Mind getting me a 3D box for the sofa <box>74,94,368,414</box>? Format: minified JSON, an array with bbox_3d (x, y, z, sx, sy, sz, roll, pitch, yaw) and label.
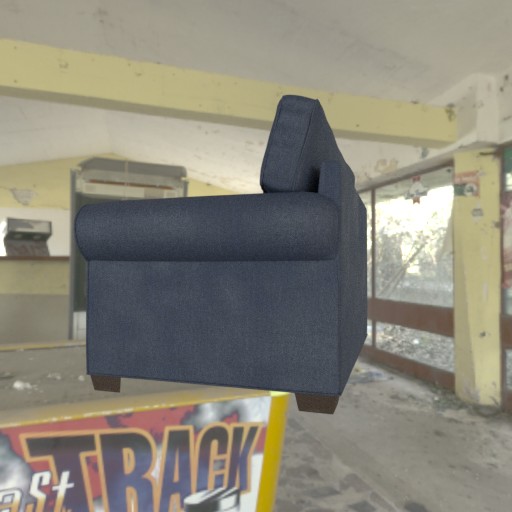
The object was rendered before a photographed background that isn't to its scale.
[{"bbox_3d":[0.000,0.000,2.075,0.938,1.004,1.405,0,-1,18],"label":"sofa"}]
